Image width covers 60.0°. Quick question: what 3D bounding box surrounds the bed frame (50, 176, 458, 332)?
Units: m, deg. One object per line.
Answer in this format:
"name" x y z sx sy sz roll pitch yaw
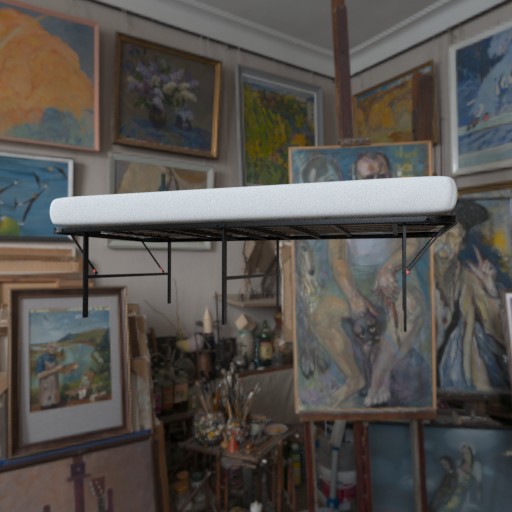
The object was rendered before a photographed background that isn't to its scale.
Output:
"bed frame" 0.000 0.000 2.387 1.903 0.619 0.989 0 -1 18
